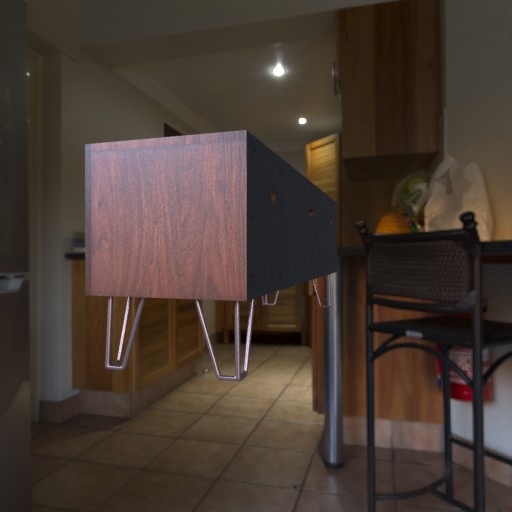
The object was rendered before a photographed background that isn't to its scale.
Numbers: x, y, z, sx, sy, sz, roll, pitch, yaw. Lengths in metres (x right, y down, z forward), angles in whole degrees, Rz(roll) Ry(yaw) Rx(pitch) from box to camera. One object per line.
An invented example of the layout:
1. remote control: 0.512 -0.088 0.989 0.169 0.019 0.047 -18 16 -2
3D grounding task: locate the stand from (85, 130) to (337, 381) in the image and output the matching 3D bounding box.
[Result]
1. stand: 0.000 0.000 1.895 0.481 0.610 1.626 0 1 18
